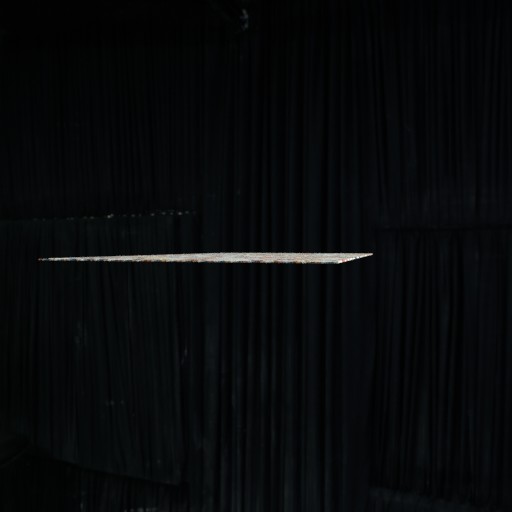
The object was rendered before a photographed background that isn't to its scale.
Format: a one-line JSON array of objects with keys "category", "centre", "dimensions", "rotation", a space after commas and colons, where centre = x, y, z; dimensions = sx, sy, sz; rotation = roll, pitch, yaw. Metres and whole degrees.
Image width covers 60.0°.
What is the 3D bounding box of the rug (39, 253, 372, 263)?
[{"category": "rug", "centre": [0.000, 0.000, 3.266], "dimensions": [1.523, 0.010, 2.584], "rotation": [0, 1, 18]}]
